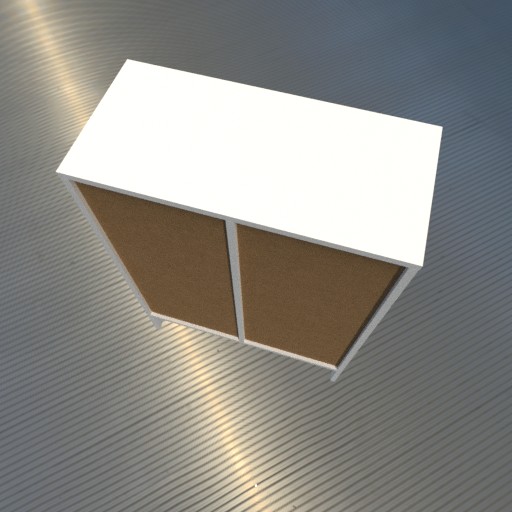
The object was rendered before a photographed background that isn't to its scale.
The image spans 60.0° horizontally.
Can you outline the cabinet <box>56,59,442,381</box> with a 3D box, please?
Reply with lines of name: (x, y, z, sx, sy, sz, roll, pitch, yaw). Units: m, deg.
cabinet: (0.000, 0.000, 1.117, 0.600, 0.815, 0.296, 15, 64, 8)
